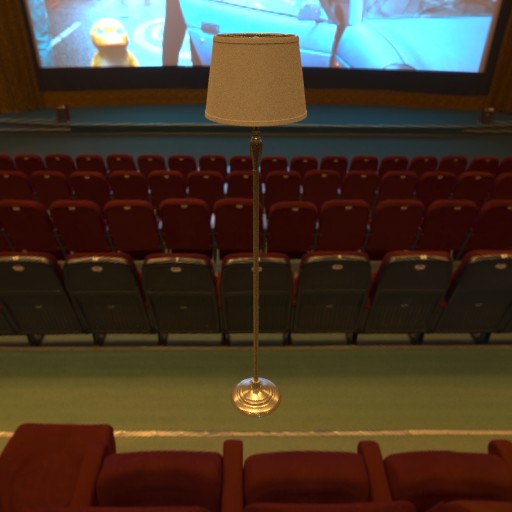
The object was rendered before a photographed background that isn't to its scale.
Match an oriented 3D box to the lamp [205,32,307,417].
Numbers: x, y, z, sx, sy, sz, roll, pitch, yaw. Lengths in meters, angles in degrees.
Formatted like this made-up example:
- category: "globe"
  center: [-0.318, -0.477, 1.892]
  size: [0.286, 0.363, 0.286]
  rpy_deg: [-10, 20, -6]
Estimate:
- category: "lamp"
  center: [0.000, 0.000, 1.686]
  size: [0.327, 1.506, 0.327]
  rpy_deg: [-1, 30, -1]
